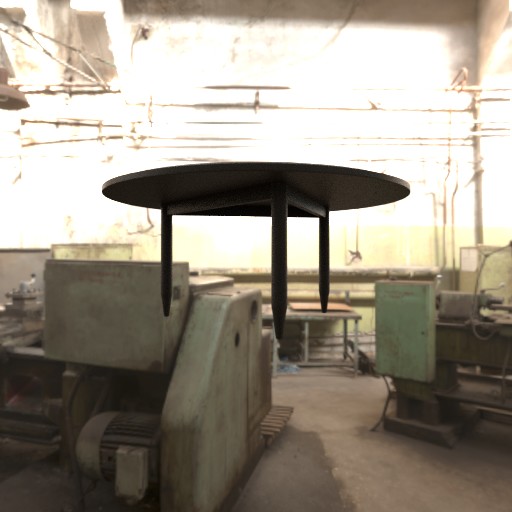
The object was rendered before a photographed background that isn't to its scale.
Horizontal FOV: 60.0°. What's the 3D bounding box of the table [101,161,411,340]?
[{"bbox_3d":[0.000,0.000,1.365,0.900,0.400,0.900,0,0,0],"label":"table"}]
